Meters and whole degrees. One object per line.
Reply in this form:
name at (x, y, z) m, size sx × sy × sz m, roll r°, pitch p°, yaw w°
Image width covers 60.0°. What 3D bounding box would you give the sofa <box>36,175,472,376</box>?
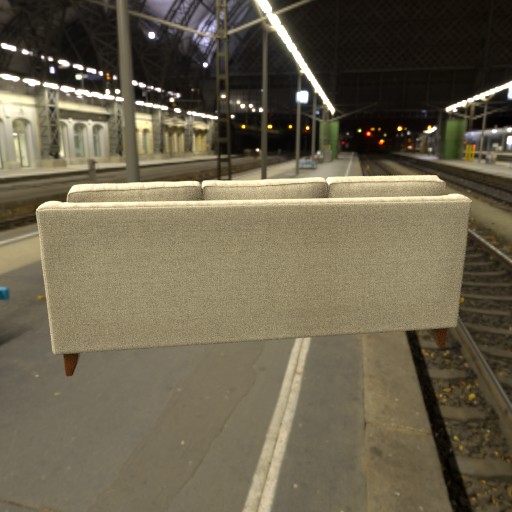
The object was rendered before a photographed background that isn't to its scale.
sofa at (0.000, 0.000, 2.505) m, size 2.031 × 0.914 × 0.865 m, roll -2°, pitch 14°, yaw -9°
